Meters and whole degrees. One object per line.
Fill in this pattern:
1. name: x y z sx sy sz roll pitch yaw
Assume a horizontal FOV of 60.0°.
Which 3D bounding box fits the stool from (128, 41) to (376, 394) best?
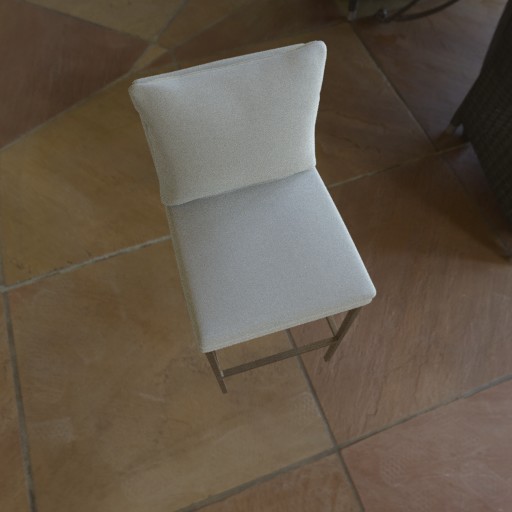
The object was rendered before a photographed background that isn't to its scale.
1. stool: 0.000 0.000 1.365 0.463 1.125 0.572 -16 65 -8
